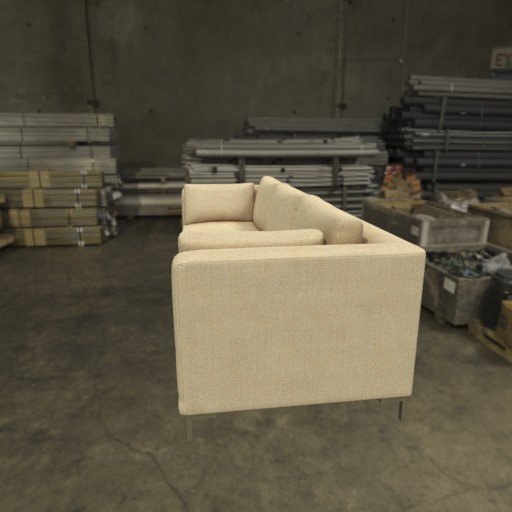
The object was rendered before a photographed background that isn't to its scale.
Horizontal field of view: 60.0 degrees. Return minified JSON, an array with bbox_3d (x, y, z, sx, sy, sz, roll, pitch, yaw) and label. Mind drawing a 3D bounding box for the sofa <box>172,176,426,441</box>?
[{"bbox_3d":[0.000,0.000,2.852,0.969,0.867,2.415,-2,15,-8],"label":"sofa"}]
